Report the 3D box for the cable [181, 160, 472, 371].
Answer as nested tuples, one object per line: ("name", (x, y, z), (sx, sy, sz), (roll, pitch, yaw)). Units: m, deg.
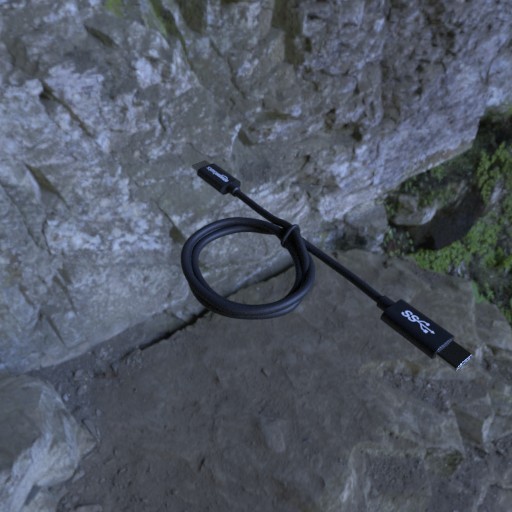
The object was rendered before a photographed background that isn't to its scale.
("cable", (0.000, 0.000, 0.207), (0.070, 0.014, 0.186), (-28, 48, -28))
